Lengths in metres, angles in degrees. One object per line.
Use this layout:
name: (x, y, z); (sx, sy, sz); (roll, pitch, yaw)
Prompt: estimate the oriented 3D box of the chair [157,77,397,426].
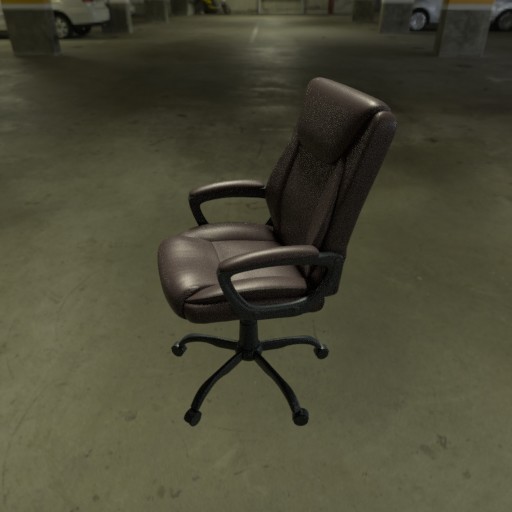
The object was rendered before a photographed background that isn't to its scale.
chair: (0.000, 0.000, 1.508); (0.655, 1.072, 0.615); (-8, 32, -14)
